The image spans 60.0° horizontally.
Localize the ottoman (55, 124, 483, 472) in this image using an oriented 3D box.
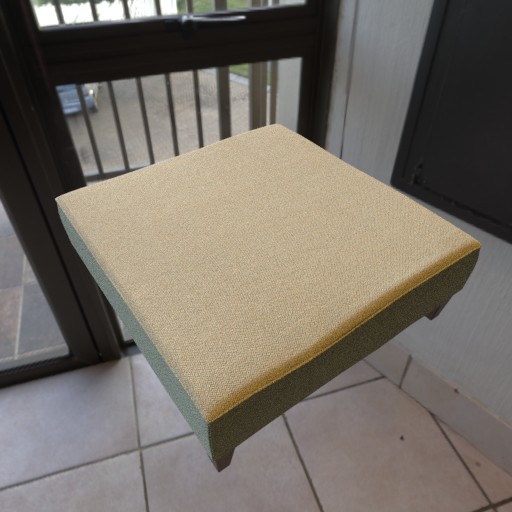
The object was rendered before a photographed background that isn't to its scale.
[{"bbox_3d":[0.000,0.000,1.505,0.968,0.379,1.004,-26,48,-26],"label":"ottoman"}]
